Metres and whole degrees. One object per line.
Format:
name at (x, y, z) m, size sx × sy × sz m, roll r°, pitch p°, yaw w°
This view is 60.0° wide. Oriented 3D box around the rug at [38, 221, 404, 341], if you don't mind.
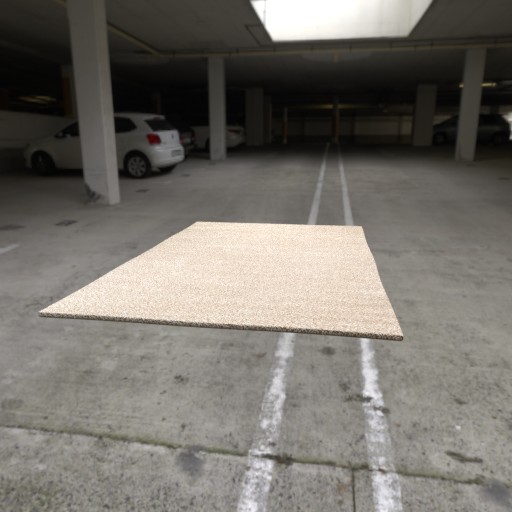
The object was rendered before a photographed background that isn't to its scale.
rug at (0.000, 0.000, 2.896) m, size 1.500 × 0.025 × 2.346 m, roll 2°, pitch 14°, yaw 9°
